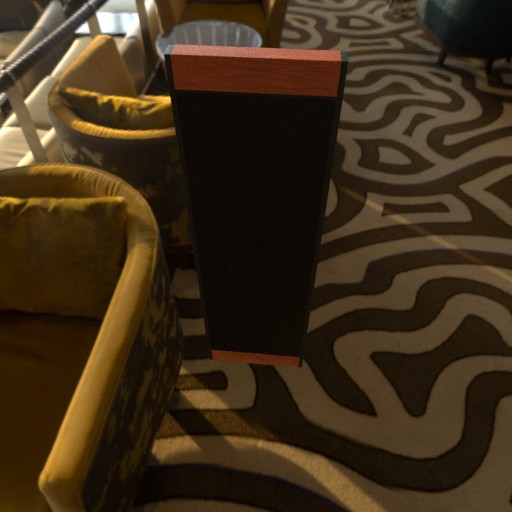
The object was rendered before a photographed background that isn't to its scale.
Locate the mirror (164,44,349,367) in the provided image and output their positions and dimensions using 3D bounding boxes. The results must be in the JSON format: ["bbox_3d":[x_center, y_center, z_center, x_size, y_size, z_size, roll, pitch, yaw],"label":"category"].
[{"bbox_3d":[0.000,0.000,1.244,0.343,1.123,0.047,4,47,4],"label":"mirror"}]
